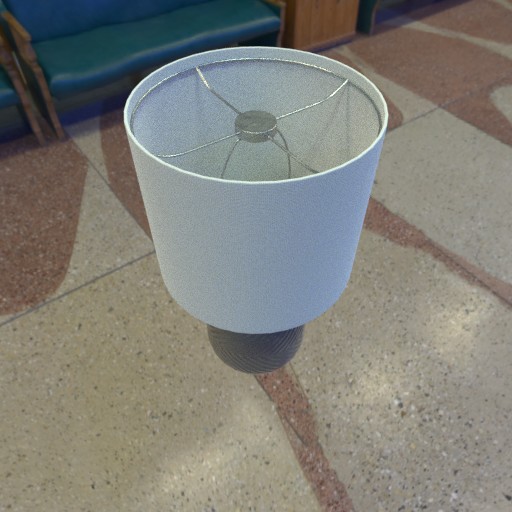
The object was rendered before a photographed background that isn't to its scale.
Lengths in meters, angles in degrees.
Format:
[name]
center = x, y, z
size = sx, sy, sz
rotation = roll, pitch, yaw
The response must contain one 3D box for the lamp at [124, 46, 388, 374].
[lamp]
center = 0.000, 0.000, 0.488
size = 0.207, 0.366, 0.207
rotation = -27, 53, -22
